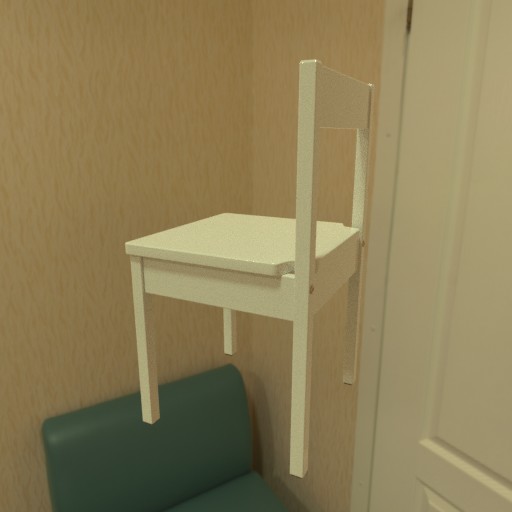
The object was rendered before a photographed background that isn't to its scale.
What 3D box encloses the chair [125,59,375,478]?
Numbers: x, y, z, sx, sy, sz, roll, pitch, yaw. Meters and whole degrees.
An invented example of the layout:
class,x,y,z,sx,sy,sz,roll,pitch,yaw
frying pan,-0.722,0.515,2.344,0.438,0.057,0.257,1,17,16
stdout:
class,x,y,z,sx,sy,sz,roll,pitch,yaw
chair,0.000,0.000,0.902,0.361,0.668,0.367,8,17,26
